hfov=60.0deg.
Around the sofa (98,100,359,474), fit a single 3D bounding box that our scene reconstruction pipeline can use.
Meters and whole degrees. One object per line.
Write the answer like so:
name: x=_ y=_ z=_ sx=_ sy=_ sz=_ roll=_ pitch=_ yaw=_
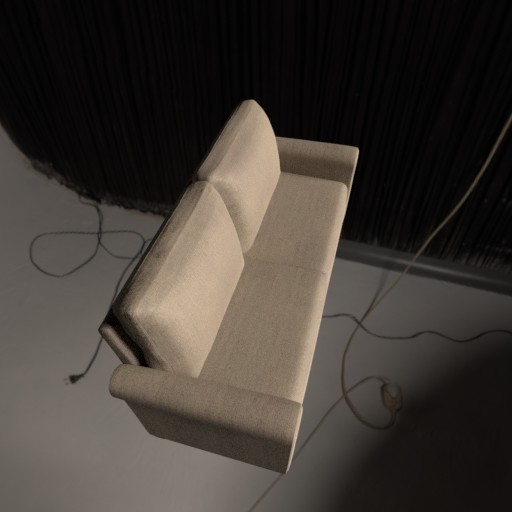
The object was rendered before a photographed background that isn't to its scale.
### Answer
sofa: x=0.000 y=0.000 z=2.405 sx=0.842 sy=0.942 sz=1.935 roll=12 pitch=48 yaw=11
